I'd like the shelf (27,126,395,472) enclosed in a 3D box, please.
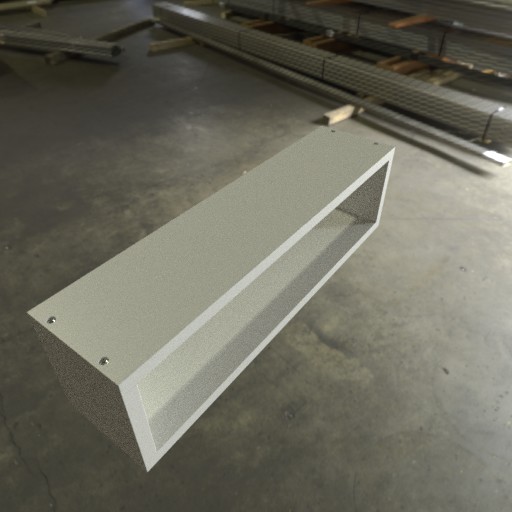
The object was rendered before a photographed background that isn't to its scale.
[{"bbox_3d":[0.000,0.000,0.677,0.150,0.170,0.610,26,46,28],"label":"shelf"}]
